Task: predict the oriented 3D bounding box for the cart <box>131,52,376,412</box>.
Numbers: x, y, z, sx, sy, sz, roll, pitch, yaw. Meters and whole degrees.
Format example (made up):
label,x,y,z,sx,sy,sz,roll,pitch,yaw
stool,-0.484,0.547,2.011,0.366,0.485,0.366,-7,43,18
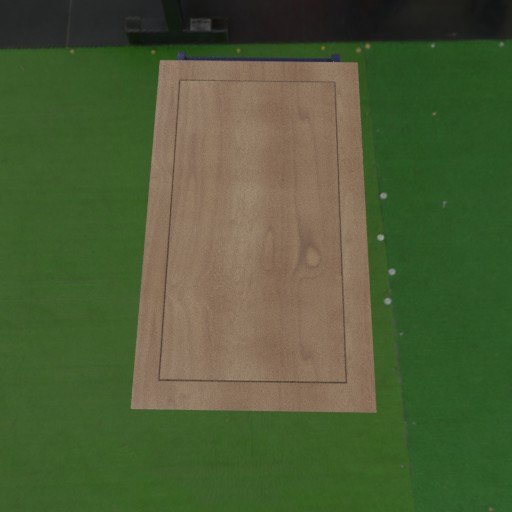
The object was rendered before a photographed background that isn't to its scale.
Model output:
label,x,y,z,sx,sy,sz,roll,pitch,yaw
cart,0.000,0.000,1.367,0.459,0.901,0.840,1,75,0
